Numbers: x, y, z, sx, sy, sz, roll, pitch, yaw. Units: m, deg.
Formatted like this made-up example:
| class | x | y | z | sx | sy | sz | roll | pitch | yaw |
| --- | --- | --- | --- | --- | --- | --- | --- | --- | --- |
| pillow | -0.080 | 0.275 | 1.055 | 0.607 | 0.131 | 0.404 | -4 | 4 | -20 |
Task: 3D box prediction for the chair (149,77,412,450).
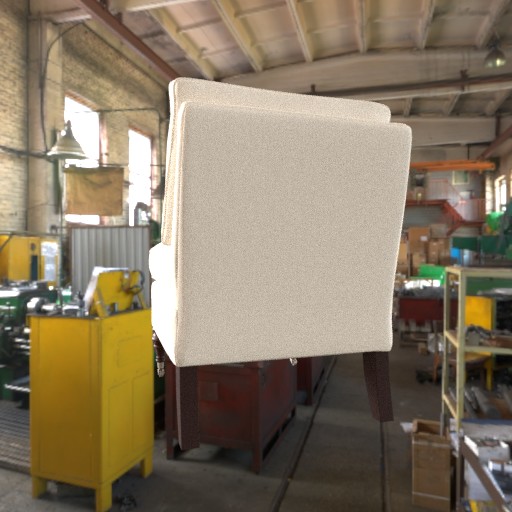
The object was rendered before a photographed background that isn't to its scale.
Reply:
| class | x | y | z | sx | sy | sz | roll | pitch | yaw |
| --- | --- | --- | --- | --- | --- | --- | --- | --- | --- |
| chair | 0.000 | 0.000 | 1.402 | 0.630 | 0.887 | 0.781 | 0 | 1 | -18 |
